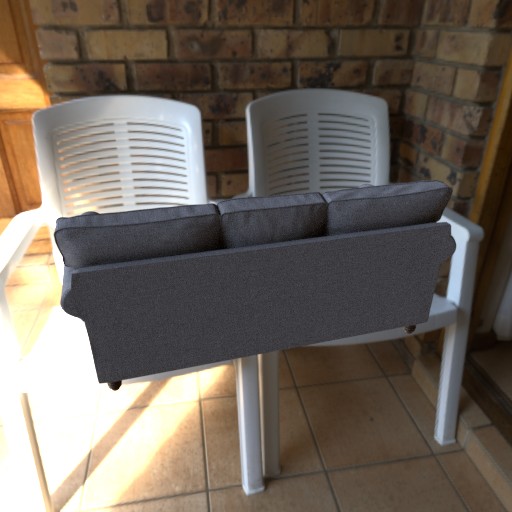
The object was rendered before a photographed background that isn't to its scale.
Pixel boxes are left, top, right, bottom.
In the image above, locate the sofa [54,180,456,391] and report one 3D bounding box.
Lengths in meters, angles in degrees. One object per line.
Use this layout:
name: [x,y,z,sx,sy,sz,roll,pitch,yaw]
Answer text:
sofa: [0.000,0.000,2.657,2.084,0.961,0.916,-8,29,-14]
